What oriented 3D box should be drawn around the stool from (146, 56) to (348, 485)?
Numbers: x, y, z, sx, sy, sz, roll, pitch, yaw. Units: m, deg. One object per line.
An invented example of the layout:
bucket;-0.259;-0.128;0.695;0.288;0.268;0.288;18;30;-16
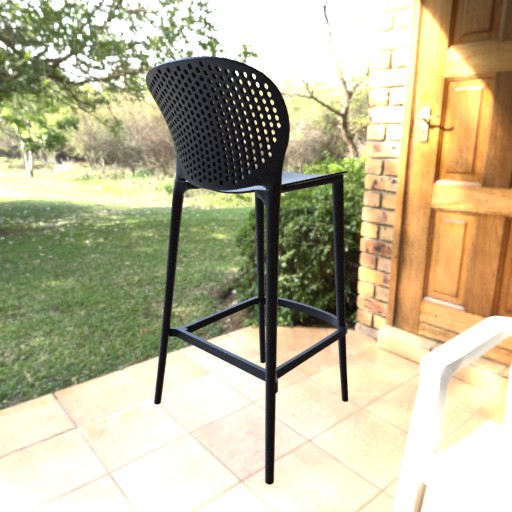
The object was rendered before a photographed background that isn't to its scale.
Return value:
stool;0.000;0.000;1.343;0.536;1.045;0.535;14;20;42
